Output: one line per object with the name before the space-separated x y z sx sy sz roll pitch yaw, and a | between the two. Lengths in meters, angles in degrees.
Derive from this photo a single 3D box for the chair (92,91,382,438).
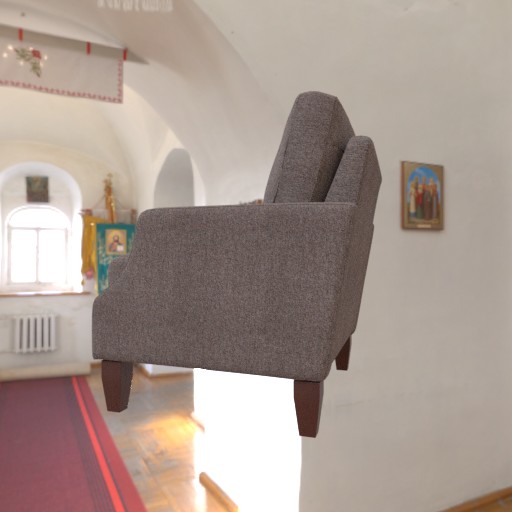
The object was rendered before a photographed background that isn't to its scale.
chair | 0.000 0.000 1.676 0.897 0.993 0.855 0 0 18
